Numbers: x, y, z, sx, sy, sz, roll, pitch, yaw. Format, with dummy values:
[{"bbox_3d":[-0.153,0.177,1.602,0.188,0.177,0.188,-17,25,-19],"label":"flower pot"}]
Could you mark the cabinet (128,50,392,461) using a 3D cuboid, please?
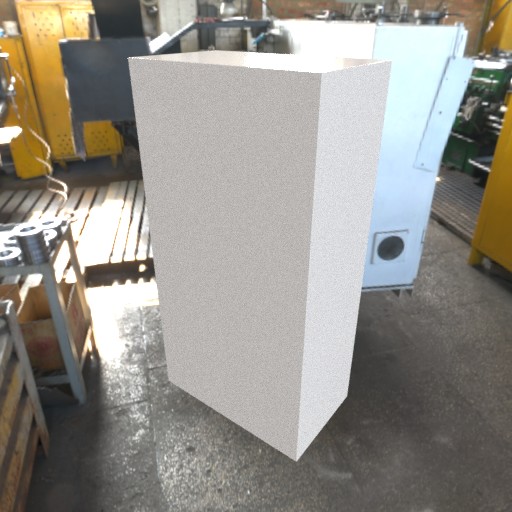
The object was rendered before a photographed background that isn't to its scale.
[{"bbox_3d":[0.000,0.000,2.355,0.980,1.920,0.580,20,34,32],"label":"cabinet"}]
